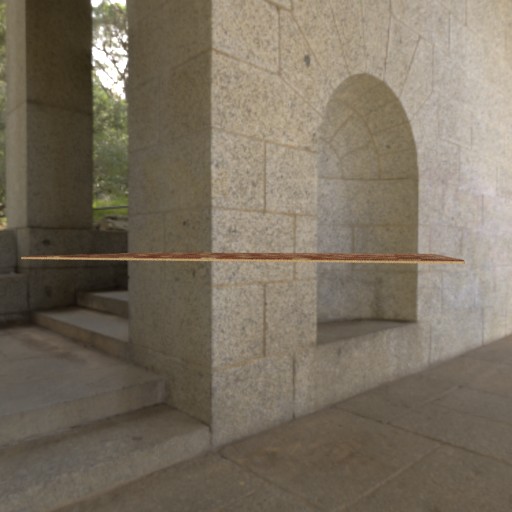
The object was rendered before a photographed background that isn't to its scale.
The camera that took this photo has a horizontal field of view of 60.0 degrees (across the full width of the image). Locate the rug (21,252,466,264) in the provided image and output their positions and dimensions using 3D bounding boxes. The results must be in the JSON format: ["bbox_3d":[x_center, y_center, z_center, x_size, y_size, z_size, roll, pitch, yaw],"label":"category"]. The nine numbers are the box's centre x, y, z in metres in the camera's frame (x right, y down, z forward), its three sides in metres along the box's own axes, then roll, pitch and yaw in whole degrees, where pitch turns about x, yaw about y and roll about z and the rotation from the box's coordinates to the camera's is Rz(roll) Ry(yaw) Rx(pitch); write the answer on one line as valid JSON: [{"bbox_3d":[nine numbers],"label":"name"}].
[{"bbox_3d":[0.000,0.000,2.893,2.286,0.016,1.555,0,1,17],"label":"rug"}]
